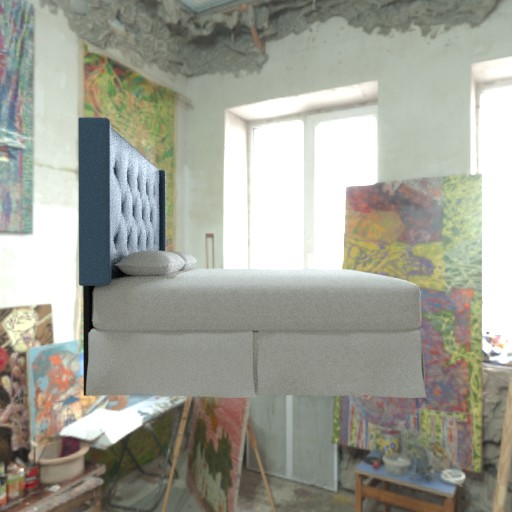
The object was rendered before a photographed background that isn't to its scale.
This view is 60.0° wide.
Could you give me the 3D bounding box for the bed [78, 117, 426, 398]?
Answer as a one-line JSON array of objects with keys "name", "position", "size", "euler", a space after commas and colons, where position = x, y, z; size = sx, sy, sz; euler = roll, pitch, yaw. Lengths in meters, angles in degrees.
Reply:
[{"name": "bed", "position": [0.000, 0.000, 3.432], "size": [2.078, 1.665, 1.719], "euler": [0, 0, 0]}]
